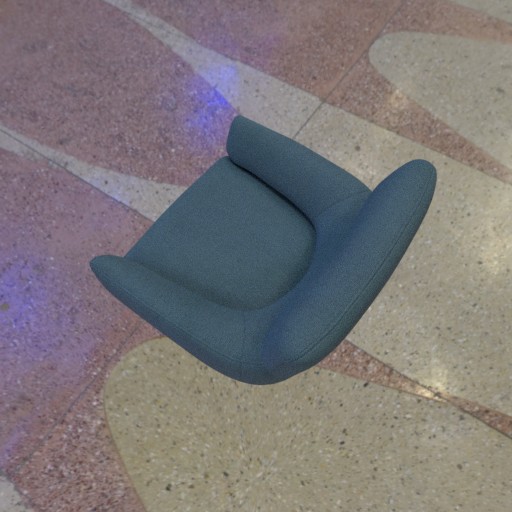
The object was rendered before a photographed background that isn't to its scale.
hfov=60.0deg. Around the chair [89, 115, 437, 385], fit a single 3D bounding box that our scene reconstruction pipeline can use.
[{"bbox_3d":[0.000,0.000,1.411,0.761,0.813,0.738,33,68,16],"label":"chair"}]
